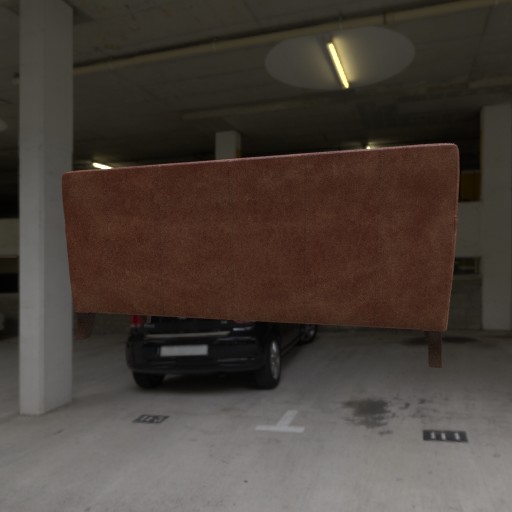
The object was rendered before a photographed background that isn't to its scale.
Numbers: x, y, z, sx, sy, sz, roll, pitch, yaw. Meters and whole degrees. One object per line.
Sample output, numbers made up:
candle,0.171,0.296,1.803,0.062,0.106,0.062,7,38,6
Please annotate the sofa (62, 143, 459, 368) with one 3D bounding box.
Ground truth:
sofa,0.000,0.000,2.528,2.053,0.947,0.805,0,0,19
